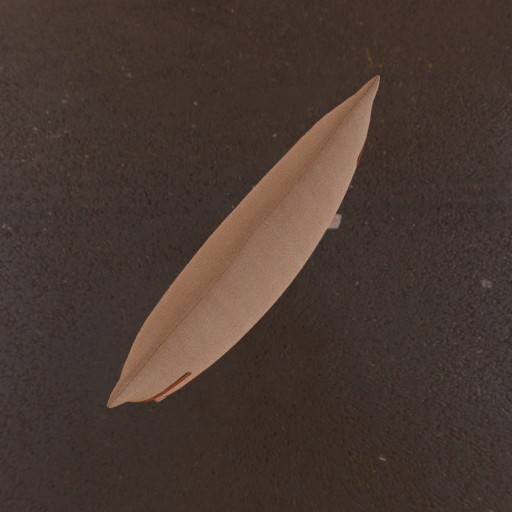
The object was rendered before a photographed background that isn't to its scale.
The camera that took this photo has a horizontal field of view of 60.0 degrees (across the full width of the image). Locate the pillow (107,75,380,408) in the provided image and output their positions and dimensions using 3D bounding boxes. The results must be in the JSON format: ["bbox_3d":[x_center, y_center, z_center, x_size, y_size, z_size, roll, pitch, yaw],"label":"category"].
[{"bbox_3d":[0.000,0.000,0.749,0.148,0.308,0.612,37,78,9],"label":"pillow"}]
